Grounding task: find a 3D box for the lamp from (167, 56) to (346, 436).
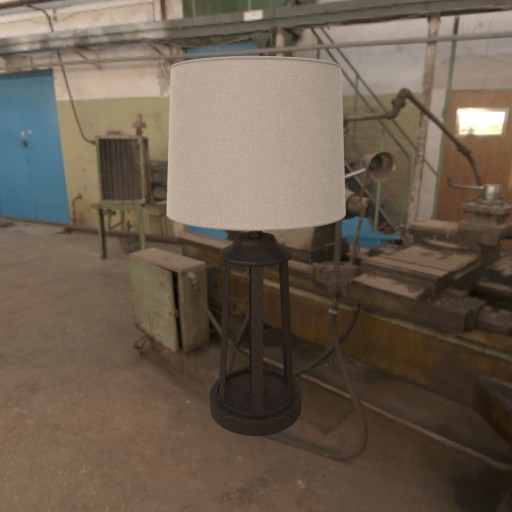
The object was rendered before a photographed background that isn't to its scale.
[{"bbox_3d":[0.000,0.000,0.651,0.251,0.509,0.251,0,16,0],"label":"lamp"}]
